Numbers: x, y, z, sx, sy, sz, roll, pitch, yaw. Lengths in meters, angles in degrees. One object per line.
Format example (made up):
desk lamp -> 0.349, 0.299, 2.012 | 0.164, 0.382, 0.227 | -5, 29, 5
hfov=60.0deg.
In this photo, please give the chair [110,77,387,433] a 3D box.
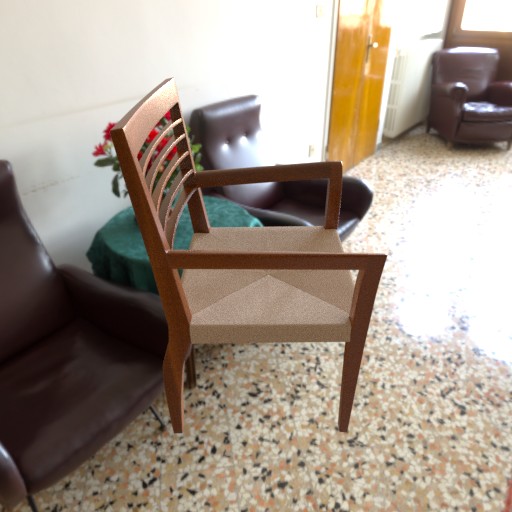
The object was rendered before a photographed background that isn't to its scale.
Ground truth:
chair -> 0.000, 0.000, 1.243 | 0.540, 0.855, 0.587 | 0, 31, 0
